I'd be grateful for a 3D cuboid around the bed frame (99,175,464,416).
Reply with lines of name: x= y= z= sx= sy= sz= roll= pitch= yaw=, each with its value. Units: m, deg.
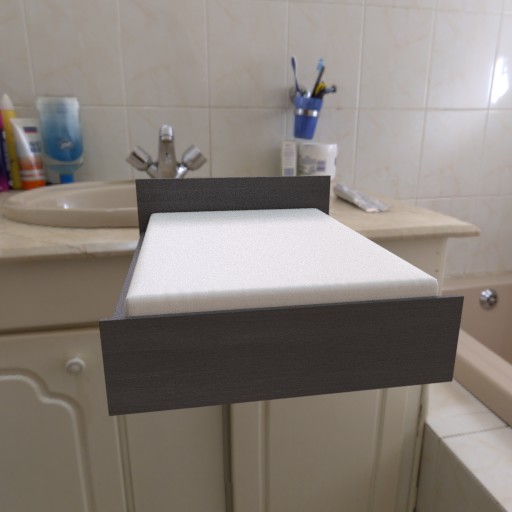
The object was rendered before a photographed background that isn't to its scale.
bed frame: x=0.000 y=0.000 z=2.860 sx=1.622 sy=0.800 sz=1.960 roll=-3 pitch=16 yaw=-9
